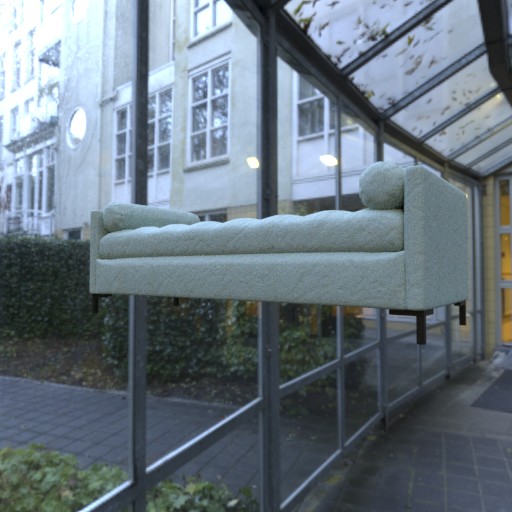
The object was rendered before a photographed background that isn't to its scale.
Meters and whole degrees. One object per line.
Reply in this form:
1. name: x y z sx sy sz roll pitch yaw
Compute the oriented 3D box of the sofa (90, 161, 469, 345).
1. sofa: 0.000 0.000 2.521 2.102 0.705 0.796 -1 -2 36
